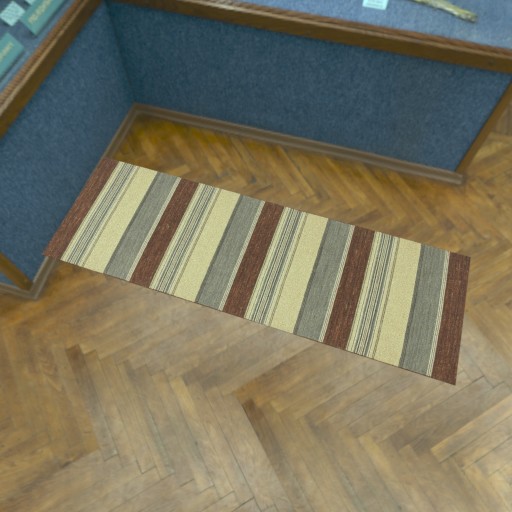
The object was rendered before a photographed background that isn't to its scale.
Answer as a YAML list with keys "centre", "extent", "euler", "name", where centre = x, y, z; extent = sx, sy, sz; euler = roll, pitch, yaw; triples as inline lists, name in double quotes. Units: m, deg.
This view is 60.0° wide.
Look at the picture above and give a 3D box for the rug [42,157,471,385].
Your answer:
- centre: [0.000, 0.000, 2.651]
  extent: [2.437, 0.006, 0.792]
  euler: [16, 63, 8]
  name: "rug"
